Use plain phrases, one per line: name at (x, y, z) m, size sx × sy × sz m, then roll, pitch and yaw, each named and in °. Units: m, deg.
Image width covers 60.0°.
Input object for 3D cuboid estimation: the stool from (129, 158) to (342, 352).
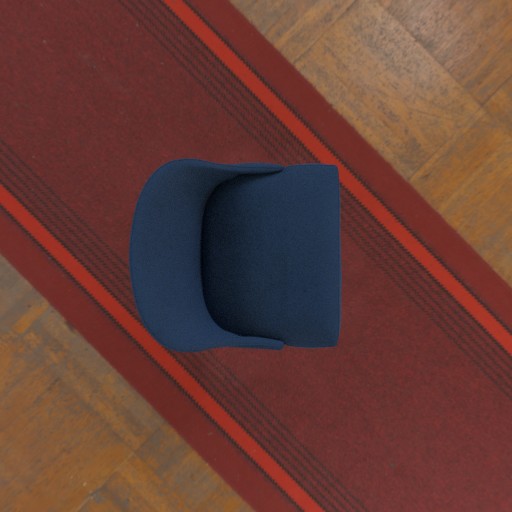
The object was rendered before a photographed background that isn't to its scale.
stool at (0.000, 0.000, 1.396) m, size 0.489 × 1.079 × 0.527 m, roll 0°, pitch 90°, yaw 0°
